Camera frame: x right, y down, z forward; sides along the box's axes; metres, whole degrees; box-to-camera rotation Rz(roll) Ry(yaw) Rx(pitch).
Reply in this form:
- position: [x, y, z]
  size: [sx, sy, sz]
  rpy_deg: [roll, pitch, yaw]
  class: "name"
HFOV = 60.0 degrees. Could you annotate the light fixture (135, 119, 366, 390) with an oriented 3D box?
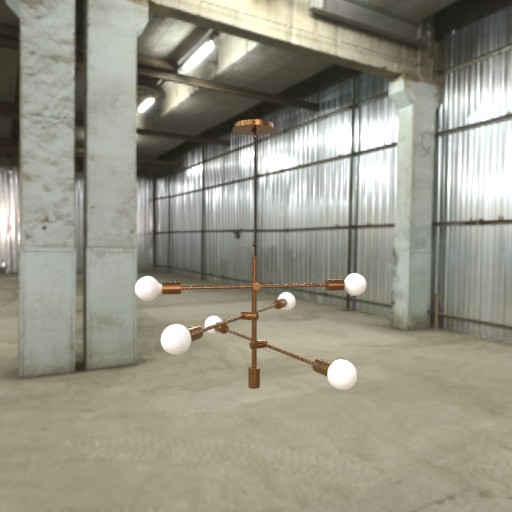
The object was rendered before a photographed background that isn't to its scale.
- position: [0.000, 0.000, 1.261]
  size: [0.637, 0.744, 0.682]
  rpy_deg: [0, 2, -1]
  class: "light fixture"
